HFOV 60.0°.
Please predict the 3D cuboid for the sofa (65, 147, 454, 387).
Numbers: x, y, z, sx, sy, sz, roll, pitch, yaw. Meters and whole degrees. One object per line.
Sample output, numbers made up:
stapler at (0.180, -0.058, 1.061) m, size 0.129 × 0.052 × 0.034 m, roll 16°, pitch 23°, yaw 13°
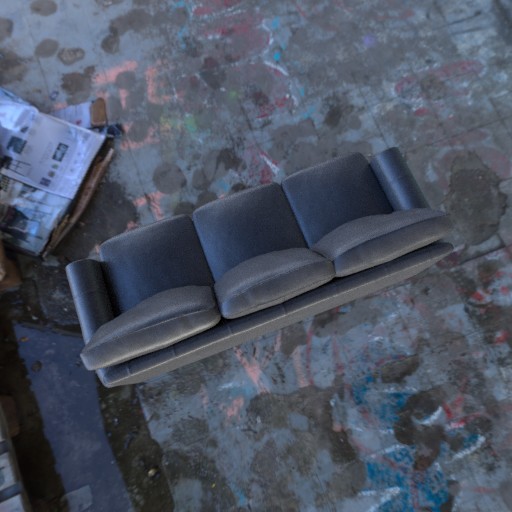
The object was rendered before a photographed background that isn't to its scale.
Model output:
sofa at (0.000, 0.000, 2.965) m, size 2.387 × 0.977 × 0.974 m, roll -20°, pitch 77°, yaw -5°
